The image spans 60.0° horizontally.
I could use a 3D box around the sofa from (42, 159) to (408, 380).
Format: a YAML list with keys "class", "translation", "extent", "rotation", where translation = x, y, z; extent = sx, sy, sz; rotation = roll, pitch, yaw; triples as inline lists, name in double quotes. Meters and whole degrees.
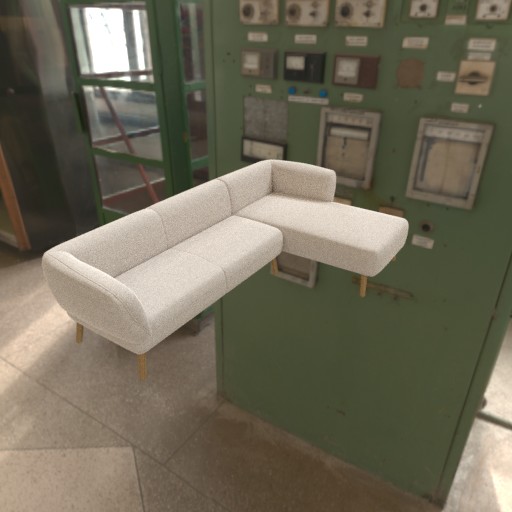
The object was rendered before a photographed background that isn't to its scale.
- class: "sofa"
  translation: [0.000, 0.000, 3.379]
  extent: [1.610, 0.730, 2.660]
  rotation: [18, 33, 30]
